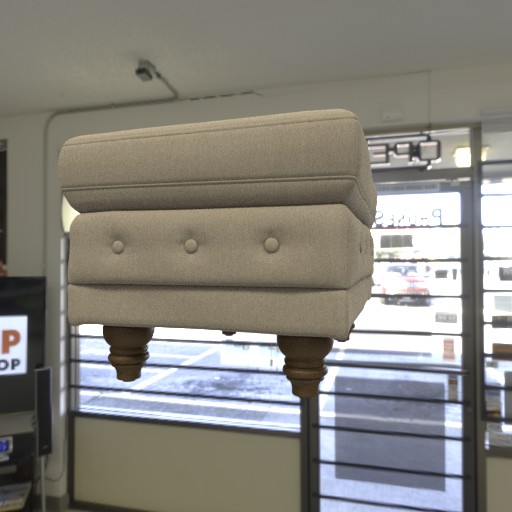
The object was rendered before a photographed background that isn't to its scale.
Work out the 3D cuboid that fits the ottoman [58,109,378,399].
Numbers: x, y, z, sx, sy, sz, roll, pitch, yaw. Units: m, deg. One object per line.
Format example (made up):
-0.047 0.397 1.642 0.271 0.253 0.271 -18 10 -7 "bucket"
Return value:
0.000 0.000 1.099 0.569 0.500 0.771 0 -1 17 "ottoman"
